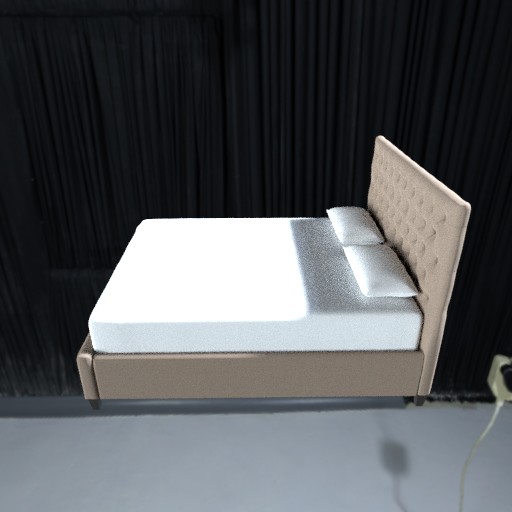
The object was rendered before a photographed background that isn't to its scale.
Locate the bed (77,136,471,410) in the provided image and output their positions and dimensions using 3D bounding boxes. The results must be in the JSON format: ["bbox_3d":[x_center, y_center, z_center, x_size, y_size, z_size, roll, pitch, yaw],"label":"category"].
[{"bbox_3d":[0.000,0.000,3.324,2.233,1.426,1.696,0,27,-1],"label":"bed"}]
